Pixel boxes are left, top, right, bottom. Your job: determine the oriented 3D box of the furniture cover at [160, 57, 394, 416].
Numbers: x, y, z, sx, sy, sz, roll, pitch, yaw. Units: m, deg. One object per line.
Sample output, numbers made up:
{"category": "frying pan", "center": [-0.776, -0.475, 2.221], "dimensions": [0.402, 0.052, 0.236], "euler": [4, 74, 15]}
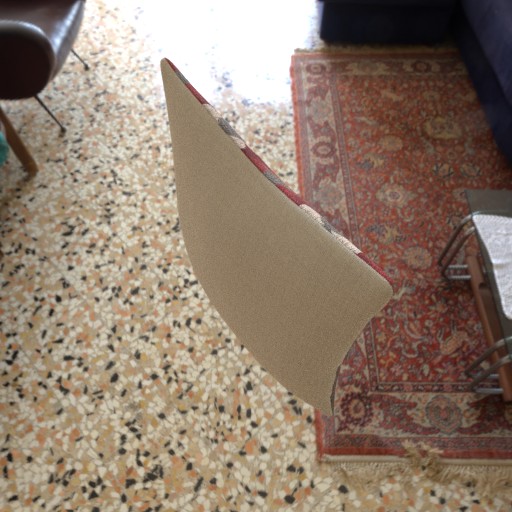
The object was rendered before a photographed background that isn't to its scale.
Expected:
{"category": "furniture cover", "center": [0.000, 0.000, 0.652], "dimensions": [0.145, 0.420, 0.435], "euler": [-30, 62, -18]}
